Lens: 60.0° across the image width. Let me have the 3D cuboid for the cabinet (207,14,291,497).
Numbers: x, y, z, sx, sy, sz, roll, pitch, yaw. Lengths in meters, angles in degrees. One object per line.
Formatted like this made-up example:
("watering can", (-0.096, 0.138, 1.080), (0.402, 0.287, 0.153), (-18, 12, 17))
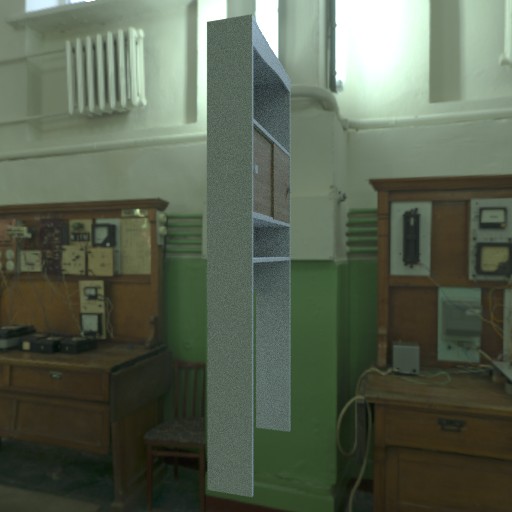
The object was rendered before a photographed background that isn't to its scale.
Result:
("cabinet", (0.000, 0.000, 1.955), (0.192, 1.770, 0.643), (0, 0, 17))
